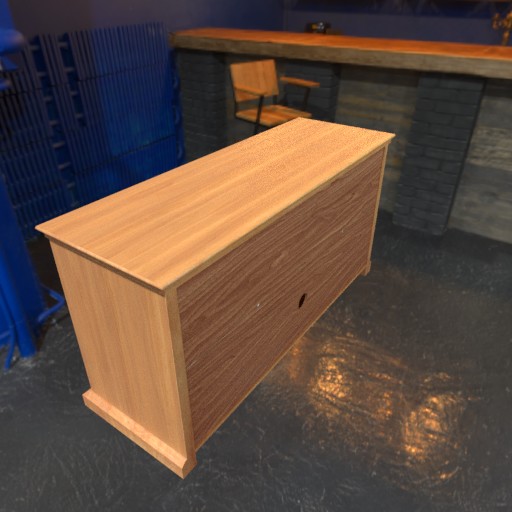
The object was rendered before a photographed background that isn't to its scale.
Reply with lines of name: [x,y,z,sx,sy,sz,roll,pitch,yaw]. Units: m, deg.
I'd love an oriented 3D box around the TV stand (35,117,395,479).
TV stand: [0.000,0.000,1.478,0.417,0.607,1.181,21,37,30]
